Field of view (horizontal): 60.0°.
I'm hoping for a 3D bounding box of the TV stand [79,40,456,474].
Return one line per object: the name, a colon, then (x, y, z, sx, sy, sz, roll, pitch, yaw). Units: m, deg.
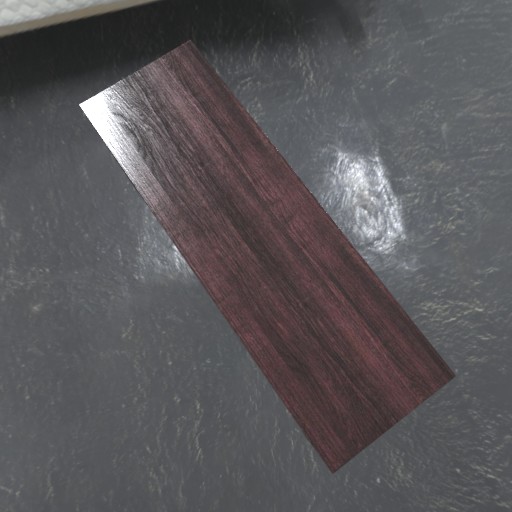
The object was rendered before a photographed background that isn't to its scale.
TV stand: (0.000, 0.000, 1.480, 0.404, 0.614, 1.192, -34, 78, -8)
